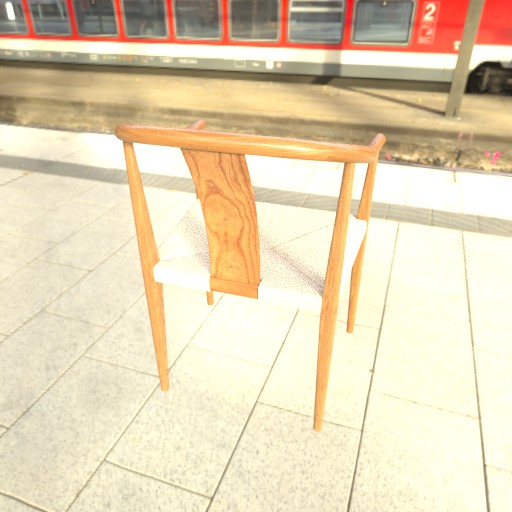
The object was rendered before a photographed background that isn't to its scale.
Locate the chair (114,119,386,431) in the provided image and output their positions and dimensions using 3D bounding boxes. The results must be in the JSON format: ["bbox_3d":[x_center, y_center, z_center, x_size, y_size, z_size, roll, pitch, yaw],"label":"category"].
[{"bbox_3d":[0.000,0.000,1.171,0.556,0.800,0.579,9,32,15],"label":"chair"}]
